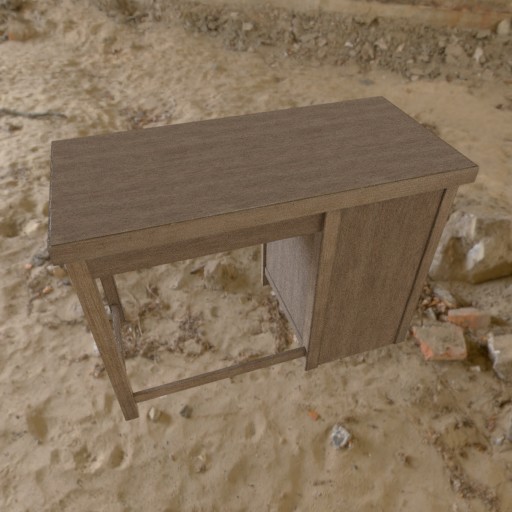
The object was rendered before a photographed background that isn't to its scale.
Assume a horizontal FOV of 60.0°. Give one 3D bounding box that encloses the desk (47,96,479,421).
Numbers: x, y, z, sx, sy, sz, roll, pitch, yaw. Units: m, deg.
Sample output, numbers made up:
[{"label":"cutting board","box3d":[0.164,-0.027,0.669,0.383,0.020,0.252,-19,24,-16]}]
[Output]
[{"label":"desk","box3d":[0.000,0.000,1.765,1.289,0.912,0.610,-12,43,-13]}]
